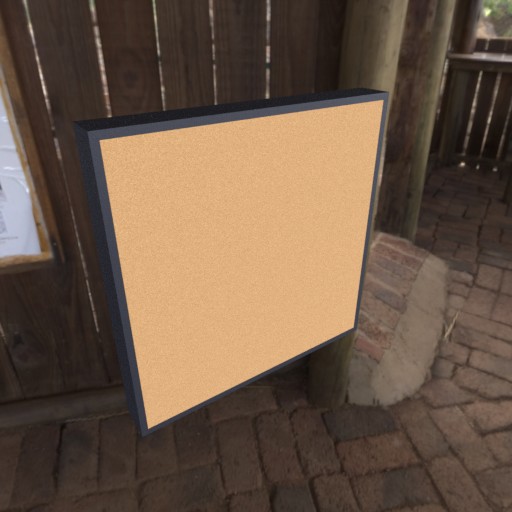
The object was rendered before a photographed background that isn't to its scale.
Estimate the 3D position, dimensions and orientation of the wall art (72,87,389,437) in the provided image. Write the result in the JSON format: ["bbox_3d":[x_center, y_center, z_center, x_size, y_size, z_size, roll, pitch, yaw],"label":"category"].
[{"bbox_3d":[0.000,0.000,0.463,0.304,0.304,0.038,-18,34,-30],"label":"wall art"}]
